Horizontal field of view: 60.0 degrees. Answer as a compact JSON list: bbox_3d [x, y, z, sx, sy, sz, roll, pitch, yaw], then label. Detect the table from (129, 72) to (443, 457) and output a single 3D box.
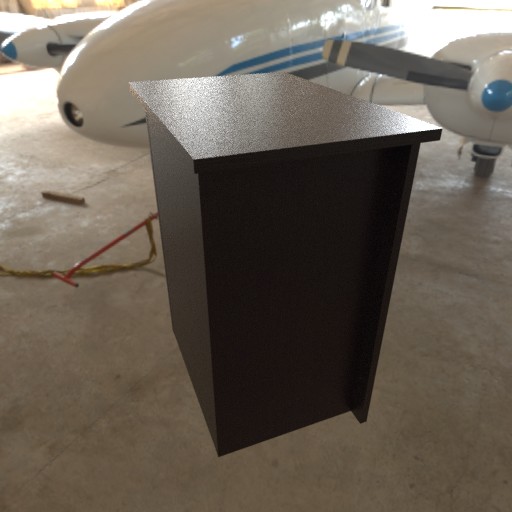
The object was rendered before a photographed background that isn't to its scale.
[{"bbox_3d":[0.000,0.000,1.052,0.408,0.711,0.589,-12,33,-18],"label":"table"}]
